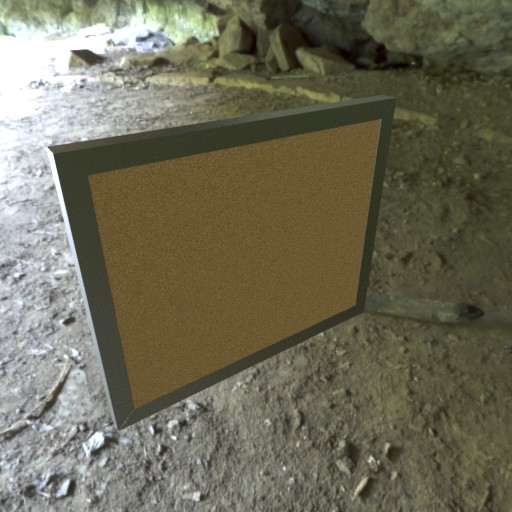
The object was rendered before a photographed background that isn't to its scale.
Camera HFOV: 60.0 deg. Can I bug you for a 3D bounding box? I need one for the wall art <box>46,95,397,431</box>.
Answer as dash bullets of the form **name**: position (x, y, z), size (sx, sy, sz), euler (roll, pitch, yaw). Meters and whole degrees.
- **wall art**: position (0.000, 0.000, 0.745), size (0.557, 0.456, 0.032), euler (-19, 35, -29)
